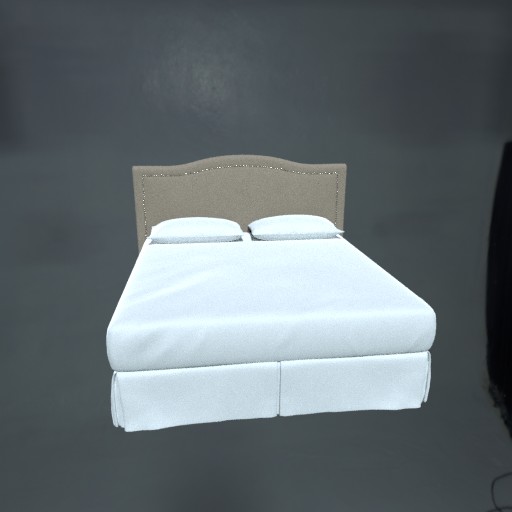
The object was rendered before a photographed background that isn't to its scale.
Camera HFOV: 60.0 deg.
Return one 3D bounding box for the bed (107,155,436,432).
[{"bbox_3d":[0.000,0.000,3.490,2.083,1.421,2.182,-2,17,-7],"label":"bed"}]
